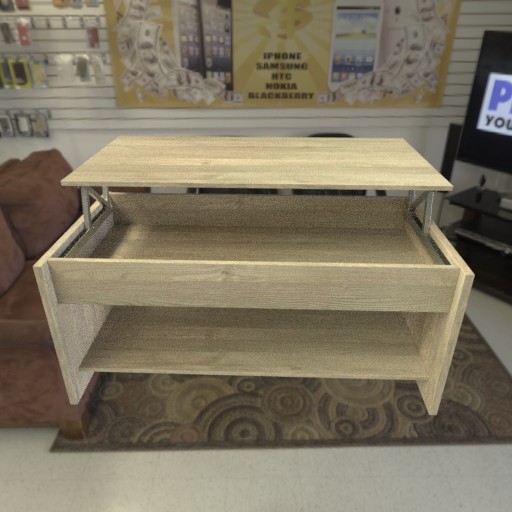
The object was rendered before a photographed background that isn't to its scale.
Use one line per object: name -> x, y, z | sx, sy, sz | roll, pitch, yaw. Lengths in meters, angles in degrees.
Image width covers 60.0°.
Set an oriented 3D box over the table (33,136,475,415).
table -> 0.000, 0.000, 1.385 | 1.000, 0.570, 0.712 | 1, 28, 2
